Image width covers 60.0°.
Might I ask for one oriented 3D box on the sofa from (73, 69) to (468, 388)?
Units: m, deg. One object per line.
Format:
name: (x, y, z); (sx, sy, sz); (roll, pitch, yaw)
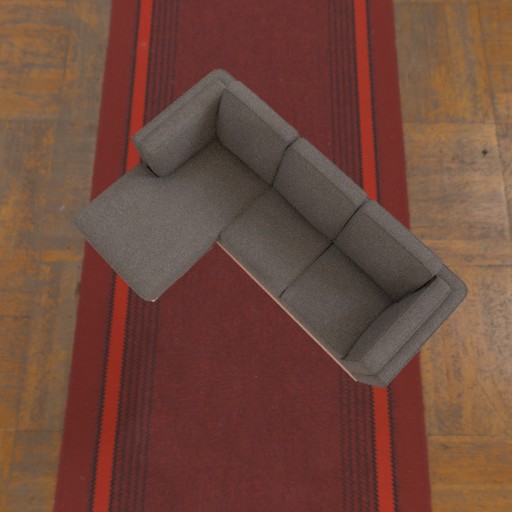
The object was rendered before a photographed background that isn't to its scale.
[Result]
sofa: (0.000, 0.000, 3.207); (1.604, 0.929, 2.411); (-44, 79, -11)
